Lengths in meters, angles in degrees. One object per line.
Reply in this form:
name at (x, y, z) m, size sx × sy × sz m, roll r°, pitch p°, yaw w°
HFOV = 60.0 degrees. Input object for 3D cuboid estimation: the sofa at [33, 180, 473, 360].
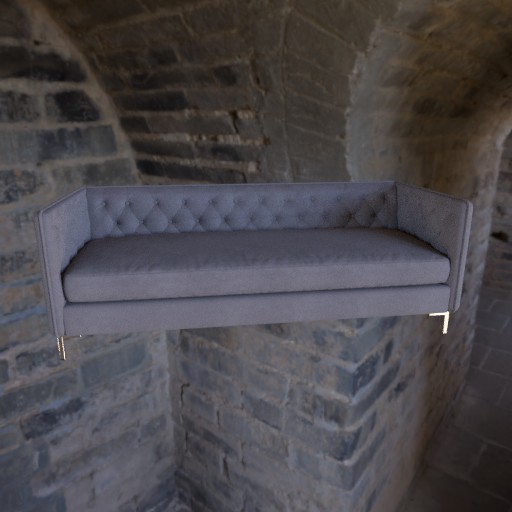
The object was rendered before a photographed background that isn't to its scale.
sofa at (0.000, 0.000, 2.654) m, size 2.209 × 0.771 × 0.895 m, roll -2°, pitch 16°, yaw -8°
